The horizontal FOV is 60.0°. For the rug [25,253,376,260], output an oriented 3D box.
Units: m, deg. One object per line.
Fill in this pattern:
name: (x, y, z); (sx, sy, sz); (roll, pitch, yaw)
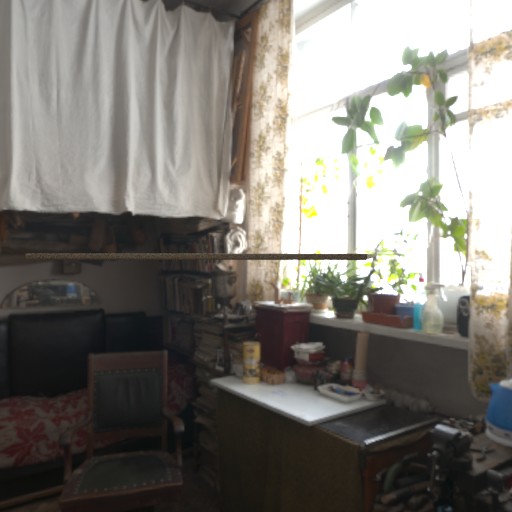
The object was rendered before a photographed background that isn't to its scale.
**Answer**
rug: (0.000, 0.000, 2.923); (1.500, 0.025, 2.346); (0, 0, 16)
